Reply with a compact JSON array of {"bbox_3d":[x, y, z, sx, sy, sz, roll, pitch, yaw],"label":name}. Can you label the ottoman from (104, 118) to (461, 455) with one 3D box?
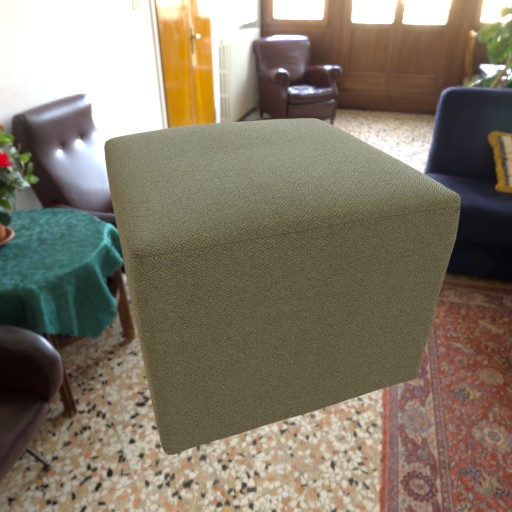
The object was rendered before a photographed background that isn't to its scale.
[{"bbox_3d":[0.000,0.000,0.904,0.512,0.453,0.521,-11,33,-17],"label":"ottoman"}]
